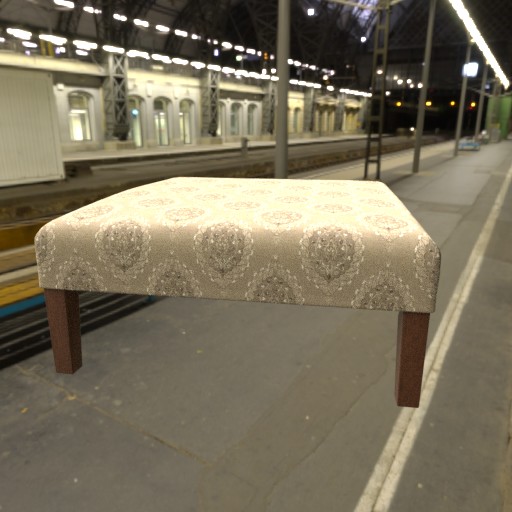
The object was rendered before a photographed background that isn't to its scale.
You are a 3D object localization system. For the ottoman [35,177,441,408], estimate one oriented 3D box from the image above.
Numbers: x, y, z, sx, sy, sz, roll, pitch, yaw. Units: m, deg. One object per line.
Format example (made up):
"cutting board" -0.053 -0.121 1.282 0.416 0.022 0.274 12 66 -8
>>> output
"ottoman" 0.000 0.000 1.393 0.889 0.411 0.890 3 17 9
